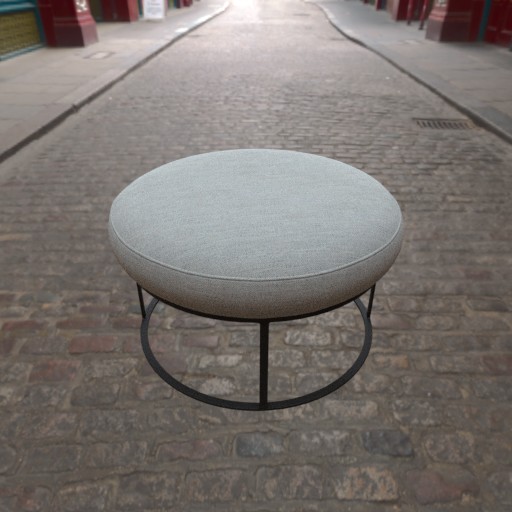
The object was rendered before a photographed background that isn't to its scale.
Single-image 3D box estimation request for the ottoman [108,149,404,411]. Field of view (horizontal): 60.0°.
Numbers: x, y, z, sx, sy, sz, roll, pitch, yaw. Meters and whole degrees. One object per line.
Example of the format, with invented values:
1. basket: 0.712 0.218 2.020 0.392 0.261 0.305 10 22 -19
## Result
1. ottoman: 0.000 0.000 1.267 0.769 0.459 0.769 0 31 0
